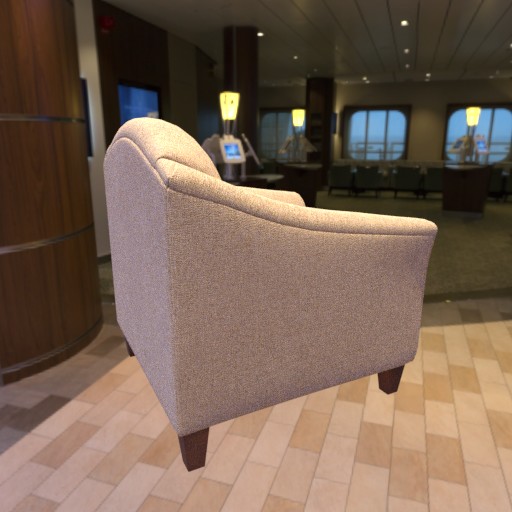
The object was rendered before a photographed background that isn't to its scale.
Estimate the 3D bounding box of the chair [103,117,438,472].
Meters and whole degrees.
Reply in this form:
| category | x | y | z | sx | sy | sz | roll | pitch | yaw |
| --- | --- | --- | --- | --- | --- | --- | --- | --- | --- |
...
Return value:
| category | x | y | z | sx | sy | sz | roll | pitch | yaw |
| --- | --- | --- | --- | --- | --- | --- | --- | --- | --- |
| chair | 0.000 | 0.000 | 1.425 | 0.787 | 0.839 | 0.763 | -8 | 17 | -26 |
